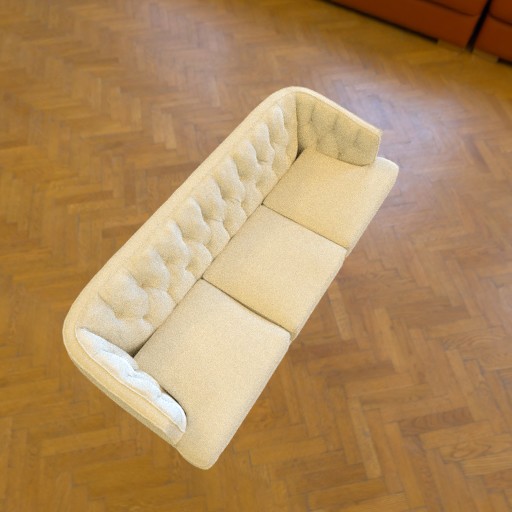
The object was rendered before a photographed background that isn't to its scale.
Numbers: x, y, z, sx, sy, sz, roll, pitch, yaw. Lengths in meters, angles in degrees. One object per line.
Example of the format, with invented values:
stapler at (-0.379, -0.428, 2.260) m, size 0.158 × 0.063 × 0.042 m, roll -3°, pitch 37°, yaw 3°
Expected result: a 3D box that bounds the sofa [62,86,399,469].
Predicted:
sofa at (0.000, 0.000, 2.717) m, size 0.941 × 0.855 × 2.278 m, roll 29°, pitch 63°, yaw 16°
